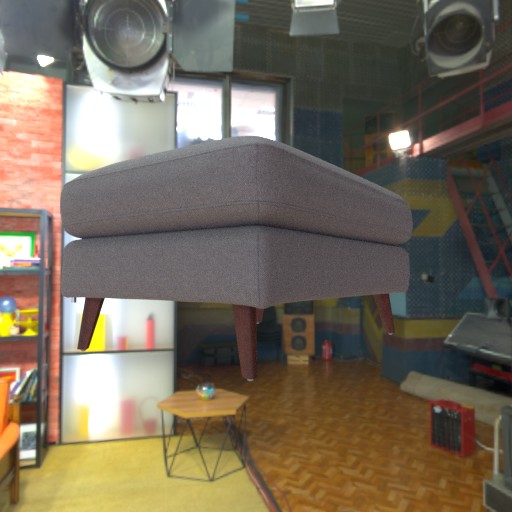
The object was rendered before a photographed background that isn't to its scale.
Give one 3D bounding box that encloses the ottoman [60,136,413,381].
[{"bbox_3d":[0.000,0.000,1.169,0.608,0.449,0.811,-2,-3,36],"label":"ottoman"}]
